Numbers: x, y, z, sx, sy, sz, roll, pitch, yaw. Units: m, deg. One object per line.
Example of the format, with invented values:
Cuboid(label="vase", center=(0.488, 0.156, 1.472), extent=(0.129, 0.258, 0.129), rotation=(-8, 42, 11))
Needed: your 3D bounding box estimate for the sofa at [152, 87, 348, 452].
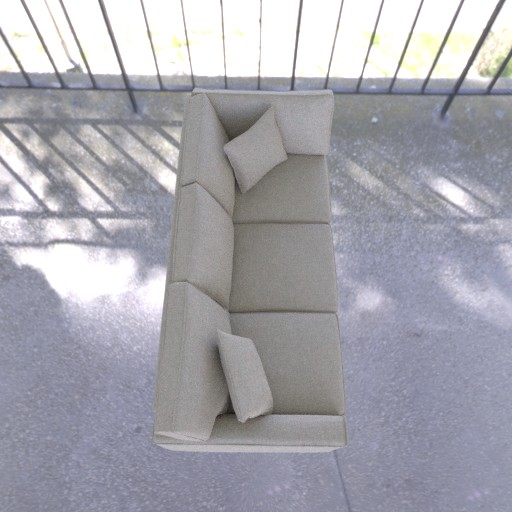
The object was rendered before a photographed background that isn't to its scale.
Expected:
Cuboid(label="sofa", center=(0.000, 0.000, 2.900), extent=(1.061, 0.962, 2.317), rotation=(0, 63, 0))
